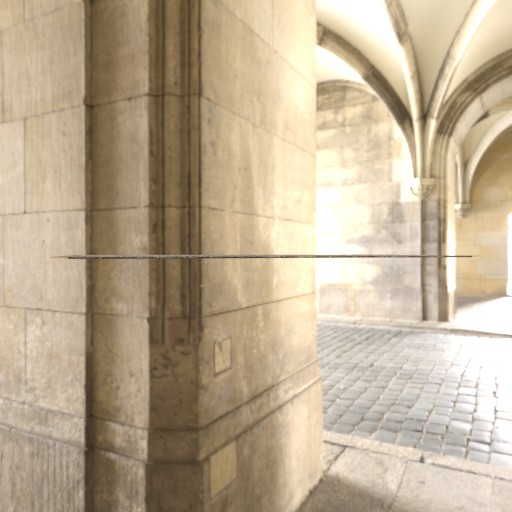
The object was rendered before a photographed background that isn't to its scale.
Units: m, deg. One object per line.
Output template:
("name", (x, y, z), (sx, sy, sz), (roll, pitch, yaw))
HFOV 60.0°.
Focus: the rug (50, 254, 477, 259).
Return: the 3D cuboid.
("rug", (0.000, 0.000, 3.074), (2.440, 0.010, 1.529), (0, 1, -18))
